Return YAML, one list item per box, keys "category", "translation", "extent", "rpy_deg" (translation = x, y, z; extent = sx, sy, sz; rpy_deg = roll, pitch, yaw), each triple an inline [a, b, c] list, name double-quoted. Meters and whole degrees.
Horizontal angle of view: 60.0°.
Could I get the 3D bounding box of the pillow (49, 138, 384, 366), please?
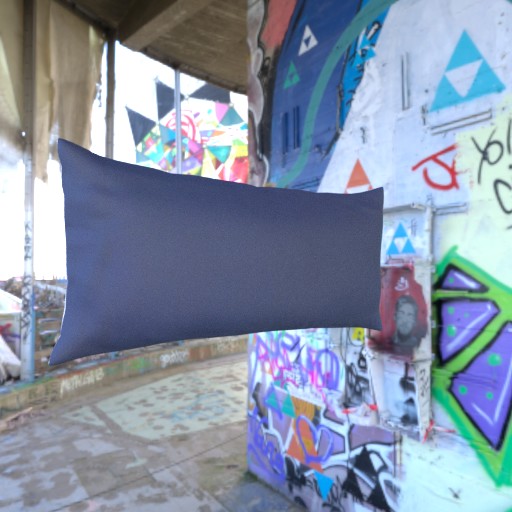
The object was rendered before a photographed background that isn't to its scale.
- category: "pillow"
  translation: [0.000, 0.000, 0.714]
  extent: [0.610, 0.287, 0.151]
  rpy_deg: [1, -2, -34]
